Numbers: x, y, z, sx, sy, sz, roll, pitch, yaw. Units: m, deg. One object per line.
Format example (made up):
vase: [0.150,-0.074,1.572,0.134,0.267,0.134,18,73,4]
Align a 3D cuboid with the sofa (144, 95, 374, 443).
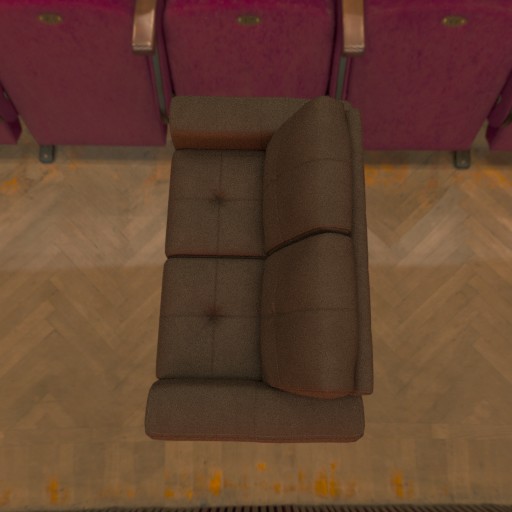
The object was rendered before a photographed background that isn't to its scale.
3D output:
sofa: [0.000,0.000,2.309,1.018,0.907,1.806,1,75,0]
